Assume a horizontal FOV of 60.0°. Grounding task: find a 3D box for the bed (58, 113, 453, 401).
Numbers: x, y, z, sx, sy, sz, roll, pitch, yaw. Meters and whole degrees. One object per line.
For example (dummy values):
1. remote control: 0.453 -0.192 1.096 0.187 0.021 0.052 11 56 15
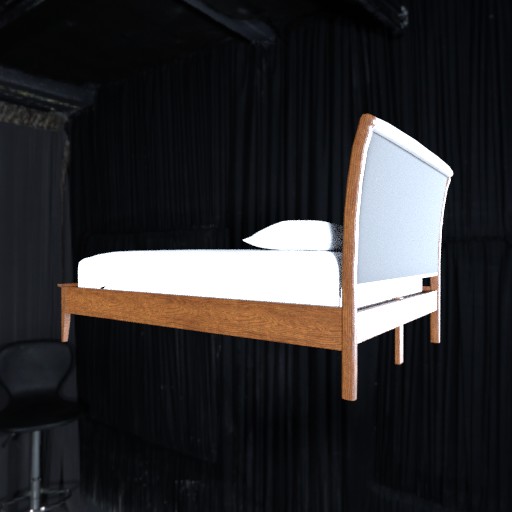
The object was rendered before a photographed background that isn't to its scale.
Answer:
1. bed: 0.000 0.000 3.182 2.380 1.250 1.612 0 0 35
